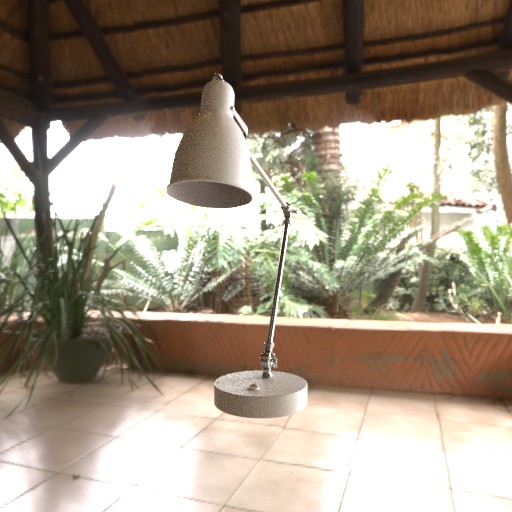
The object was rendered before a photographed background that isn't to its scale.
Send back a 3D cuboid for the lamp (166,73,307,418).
[{"bbox_3d":[0.000,0.000,0.864,0.187,0.587,0.561,0,0,18],"label":"lamp"}]
